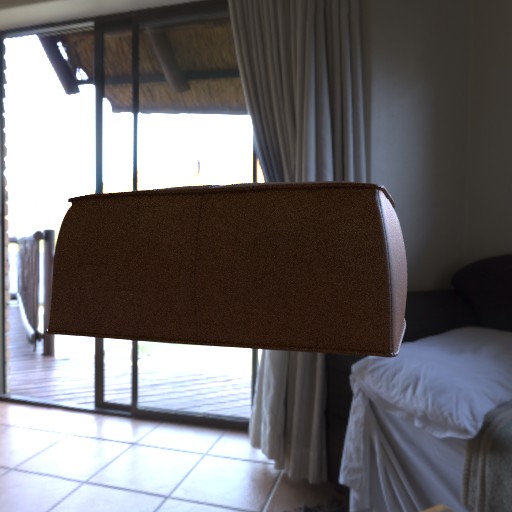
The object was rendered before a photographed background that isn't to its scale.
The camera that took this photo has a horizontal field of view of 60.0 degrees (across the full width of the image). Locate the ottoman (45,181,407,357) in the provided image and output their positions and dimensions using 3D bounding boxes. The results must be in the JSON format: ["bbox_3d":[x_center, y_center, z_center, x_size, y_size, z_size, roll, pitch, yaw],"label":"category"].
[{"bbox_3d":[0.000,0.000,1.398,0.901,0.395,0.902,0,0,18],"label":"ottoman"}]
